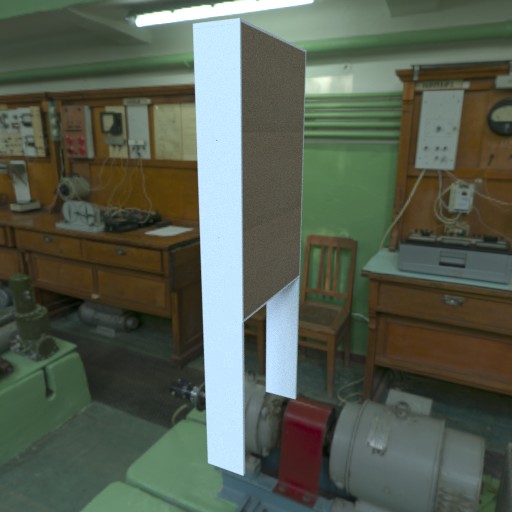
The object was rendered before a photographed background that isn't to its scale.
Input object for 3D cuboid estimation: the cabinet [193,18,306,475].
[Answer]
[{"bbox_3d":[0.000,0.000,1.979,0.192,1.770,0.643,7,17,25],"label":"cabinet"}]
